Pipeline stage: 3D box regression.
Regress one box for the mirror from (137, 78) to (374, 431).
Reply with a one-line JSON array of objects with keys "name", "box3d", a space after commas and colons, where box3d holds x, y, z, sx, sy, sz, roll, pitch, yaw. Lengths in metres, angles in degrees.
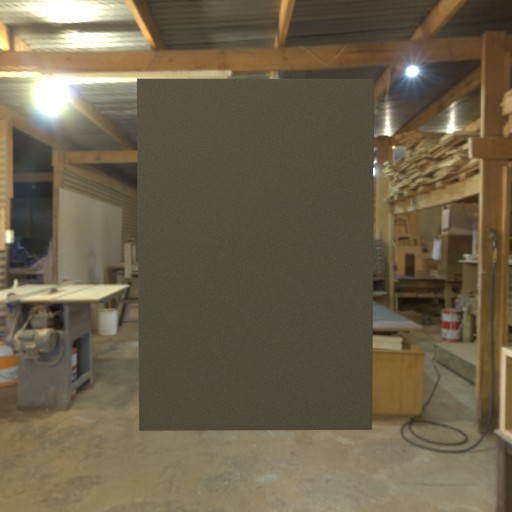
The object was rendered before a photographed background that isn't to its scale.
[{"name": "mirror", "box3d": [0.000, 0.000, 1.172, 0.613, 0.914, 0.039, 0, 1, -1]}]
